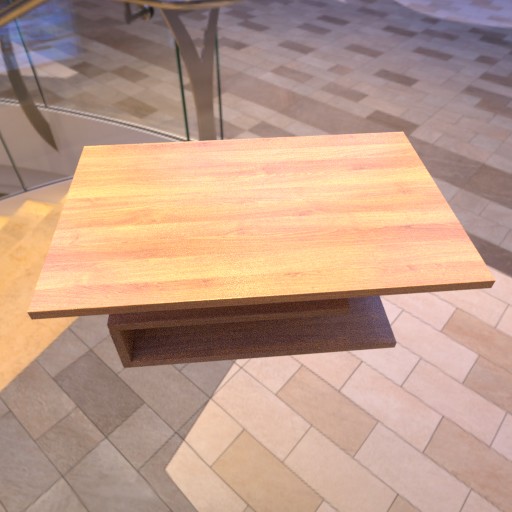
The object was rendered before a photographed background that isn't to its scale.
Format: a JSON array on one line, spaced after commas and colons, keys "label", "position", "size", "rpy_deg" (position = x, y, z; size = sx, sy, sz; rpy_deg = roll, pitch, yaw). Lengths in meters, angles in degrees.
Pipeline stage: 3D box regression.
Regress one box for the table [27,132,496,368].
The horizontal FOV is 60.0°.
[{"label": "table", "position": [0.000, 0.000, 1.436], "size": [1.100, 0.442, 0.700], "rpy_deg": [-4, 45, -3]}]
